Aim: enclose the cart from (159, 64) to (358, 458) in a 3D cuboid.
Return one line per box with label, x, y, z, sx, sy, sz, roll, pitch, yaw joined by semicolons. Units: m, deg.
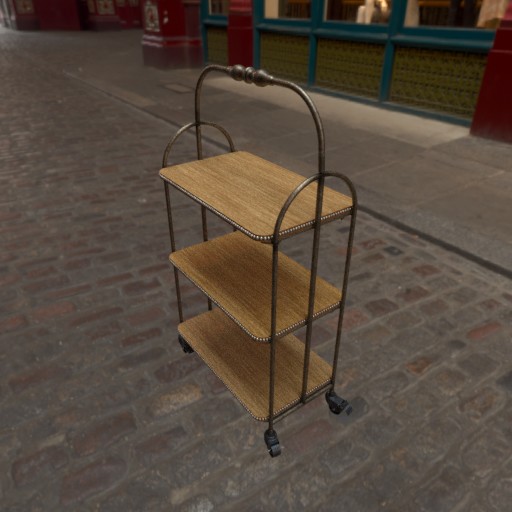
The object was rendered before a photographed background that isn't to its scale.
cart;0.000;0.000;1.336;0.330;1.052;0.650;-21;37;-30
